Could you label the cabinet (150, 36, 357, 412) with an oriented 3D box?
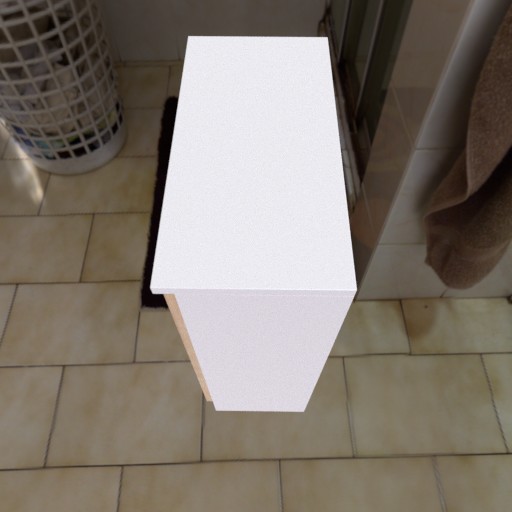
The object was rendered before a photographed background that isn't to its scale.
[{"bbox_3d":[0.000,0.000,1.136,0.296,0.815,0.600,1,59,0],"label":"cabinet"}]
